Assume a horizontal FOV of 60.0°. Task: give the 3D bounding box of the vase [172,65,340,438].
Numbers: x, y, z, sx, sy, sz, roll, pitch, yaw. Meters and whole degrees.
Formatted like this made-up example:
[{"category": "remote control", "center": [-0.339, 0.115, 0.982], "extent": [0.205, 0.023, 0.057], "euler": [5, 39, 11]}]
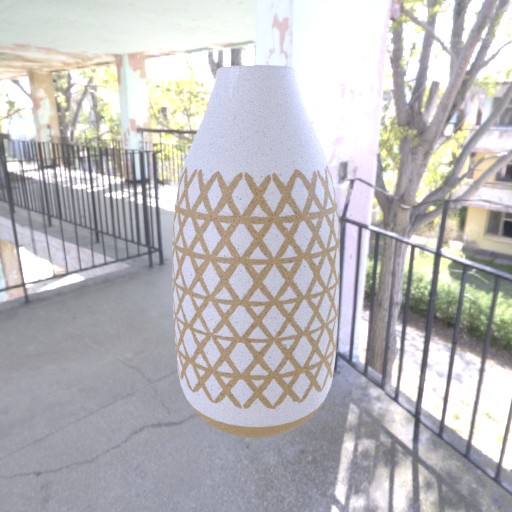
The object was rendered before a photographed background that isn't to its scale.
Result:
[{"category": "vase", "center": [0.000, 0.000, 0.487], "extent": [0.186, 0.380, 0.186], "euler": [0, 17, 0]}]
